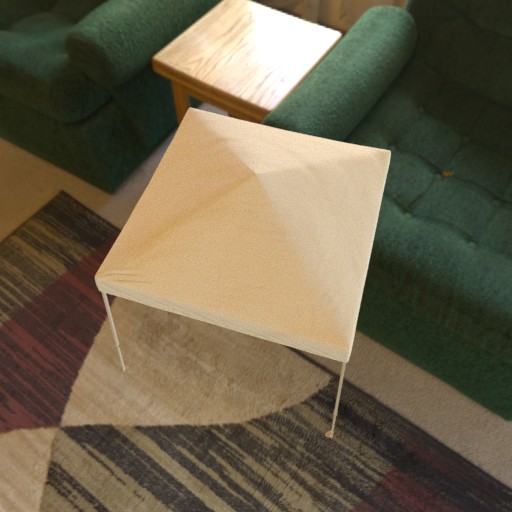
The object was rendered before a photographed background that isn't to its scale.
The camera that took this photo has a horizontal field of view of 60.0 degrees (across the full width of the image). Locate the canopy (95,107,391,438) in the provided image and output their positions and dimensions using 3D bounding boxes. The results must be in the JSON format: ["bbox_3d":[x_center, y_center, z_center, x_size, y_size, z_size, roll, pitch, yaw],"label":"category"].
[{"bbox_3d":[0.000,0.000,6.545,3.600,3.600,3.599,15,60,9],"label":"canopy"}]
